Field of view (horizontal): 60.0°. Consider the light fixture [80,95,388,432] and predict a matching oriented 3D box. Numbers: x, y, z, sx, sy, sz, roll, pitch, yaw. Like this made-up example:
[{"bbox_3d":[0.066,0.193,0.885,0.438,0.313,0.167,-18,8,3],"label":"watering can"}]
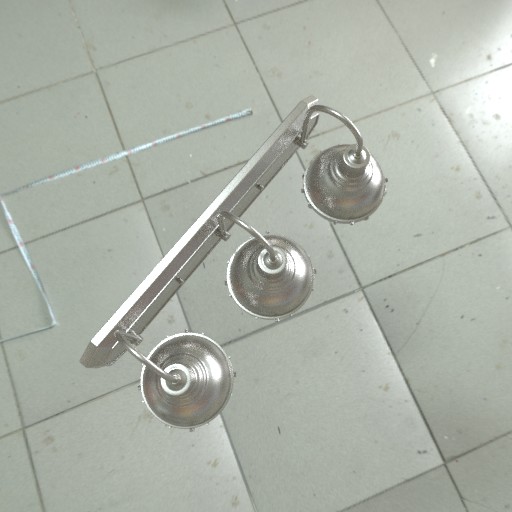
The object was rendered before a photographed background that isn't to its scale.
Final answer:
[{"bbox_3d":[0.000,0.000,0.766,0.229,0.254,0.634,37,78,9],"label":"light fixture"}]
